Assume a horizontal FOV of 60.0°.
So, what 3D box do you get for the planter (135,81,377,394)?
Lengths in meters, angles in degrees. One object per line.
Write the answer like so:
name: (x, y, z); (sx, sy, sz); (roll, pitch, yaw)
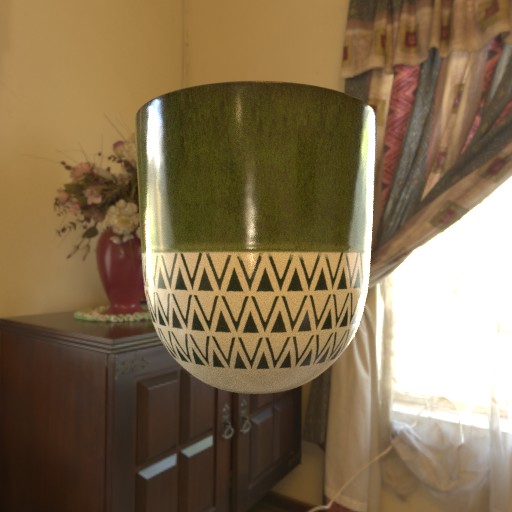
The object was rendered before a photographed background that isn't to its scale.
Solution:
planter: (0.000, 0.000, 0.464); (0.245, 0.270, 0.245); (0, 0, 0)
